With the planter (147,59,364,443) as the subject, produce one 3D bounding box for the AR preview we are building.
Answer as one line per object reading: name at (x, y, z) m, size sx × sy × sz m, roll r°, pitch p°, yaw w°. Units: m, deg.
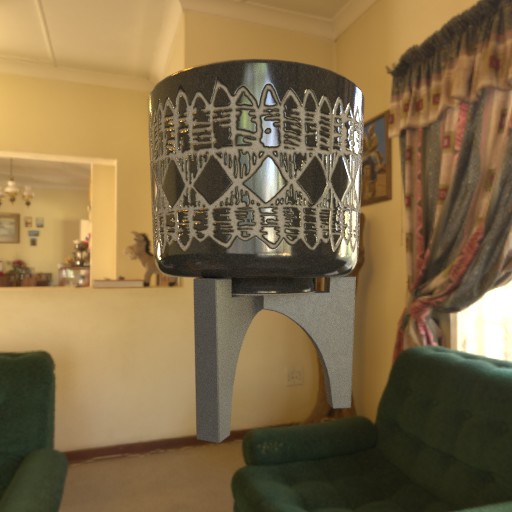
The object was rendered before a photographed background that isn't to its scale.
planter at (0.000, 0.000, 0.522) m, size 0.251 × 0.355 × 0.251 m, roll 1°, pitch -2°, yaw -35°
